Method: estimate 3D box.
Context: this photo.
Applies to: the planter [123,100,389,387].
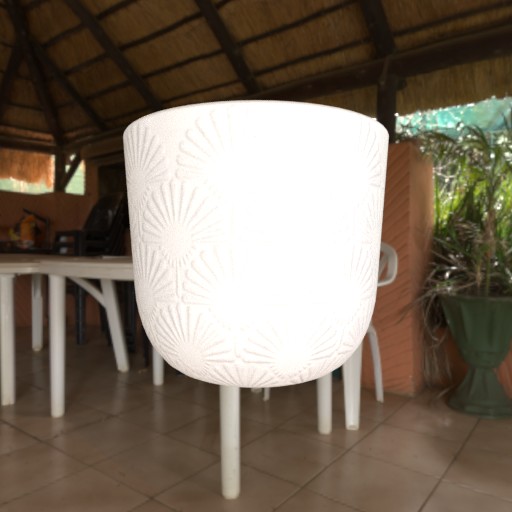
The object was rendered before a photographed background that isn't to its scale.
[{"bbox_3d":[0.000,0.000,0.296,0.170,0.152,0.170,0,1,0],"label":"planter"}]
